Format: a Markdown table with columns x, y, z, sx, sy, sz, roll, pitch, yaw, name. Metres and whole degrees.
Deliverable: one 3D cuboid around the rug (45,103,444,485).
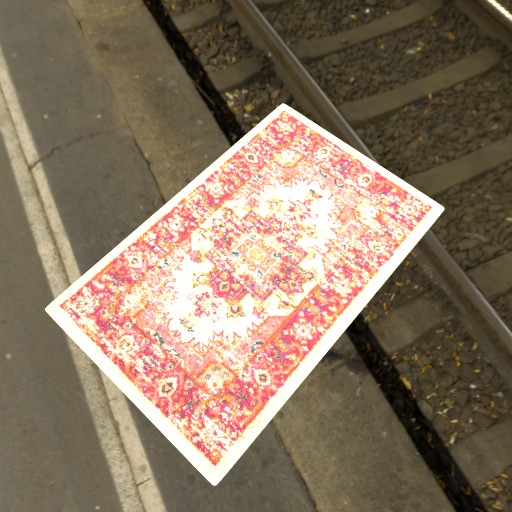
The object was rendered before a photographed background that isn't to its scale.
| x | y | z | sx | sy | sz | roll | pitch | yaw | name |
| --- | --- | --- | --- | --- | --- | --- | --- | --- | --- |
| 0.000 | 0.000 | 1.099 | 0.556 | 0.004 | 0.868 | 39 | 70 | 17 | rug |
